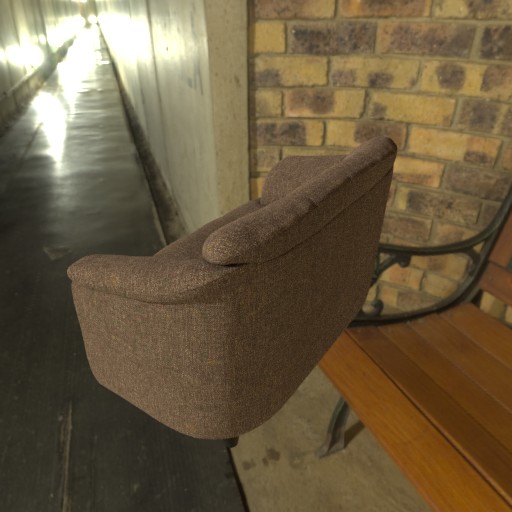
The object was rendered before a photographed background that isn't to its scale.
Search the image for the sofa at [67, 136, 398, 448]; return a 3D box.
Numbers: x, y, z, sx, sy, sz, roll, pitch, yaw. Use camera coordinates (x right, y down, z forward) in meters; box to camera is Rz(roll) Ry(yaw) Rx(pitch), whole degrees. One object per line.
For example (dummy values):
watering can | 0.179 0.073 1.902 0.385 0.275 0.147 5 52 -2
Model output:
sofa | 0.000 0.000 1.895 0.799 0.895 1.404 19 35 29
